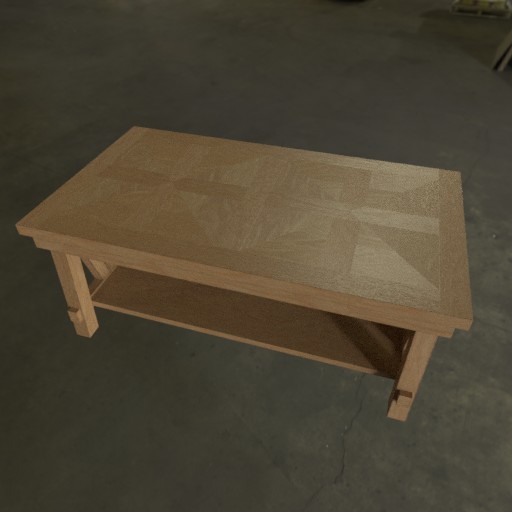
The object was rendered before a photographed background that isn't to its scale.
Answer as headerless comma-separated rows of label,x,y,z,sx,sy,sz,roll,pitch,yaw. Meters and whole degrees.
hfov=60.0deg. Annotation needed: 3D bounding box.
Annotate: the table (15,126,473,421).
table,0.000,0.000,1.590,1.270,0.507,0.711,11,42,13
